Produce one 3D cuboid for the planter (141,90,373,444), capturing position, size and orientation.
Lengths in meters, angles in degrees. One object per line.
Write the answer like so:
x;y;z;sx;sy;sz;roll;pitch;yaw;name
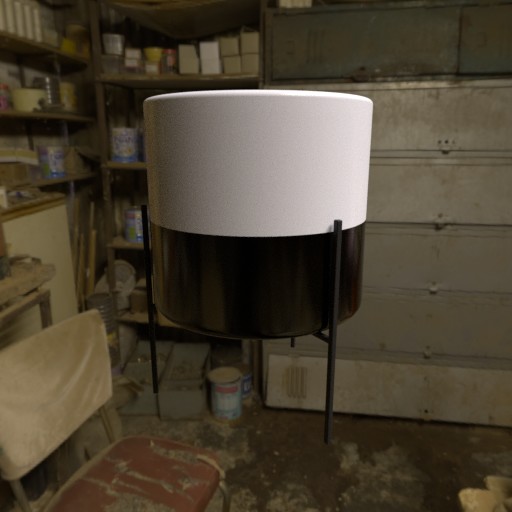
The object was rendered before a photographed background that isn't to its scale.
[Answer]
0.000;0.000;0.654;0.310;0.432;0.310;3;15;10;planter
